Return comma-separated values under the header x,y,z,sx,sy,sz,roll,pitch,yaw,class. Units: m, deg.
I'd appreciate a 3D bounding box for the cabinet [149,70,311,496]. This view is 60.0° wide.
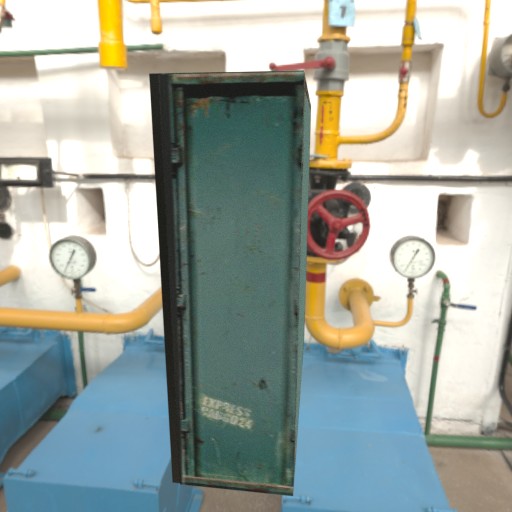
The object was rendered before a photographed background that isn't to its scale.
x,y,z,sx,sy,sz,roll,pitch,yaw,class
0.000,0.000,3.141,0.680,2.160,2.000,2,15,7,cabinet
